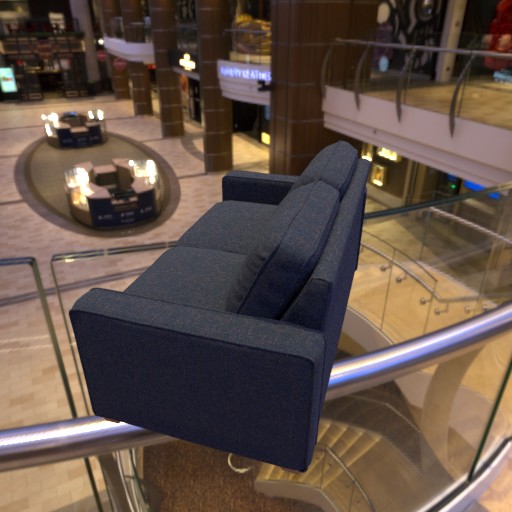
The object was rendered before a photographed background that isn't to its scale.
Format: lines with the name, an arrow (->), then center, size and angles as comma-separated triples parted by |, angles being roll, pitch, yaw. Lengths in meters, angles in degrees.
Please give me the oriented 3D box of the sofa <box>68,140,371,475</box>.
sofa -> 0.000, 0.000, 2.256 | 0.947, 0.918, 1.709 | 9, 30, 15
